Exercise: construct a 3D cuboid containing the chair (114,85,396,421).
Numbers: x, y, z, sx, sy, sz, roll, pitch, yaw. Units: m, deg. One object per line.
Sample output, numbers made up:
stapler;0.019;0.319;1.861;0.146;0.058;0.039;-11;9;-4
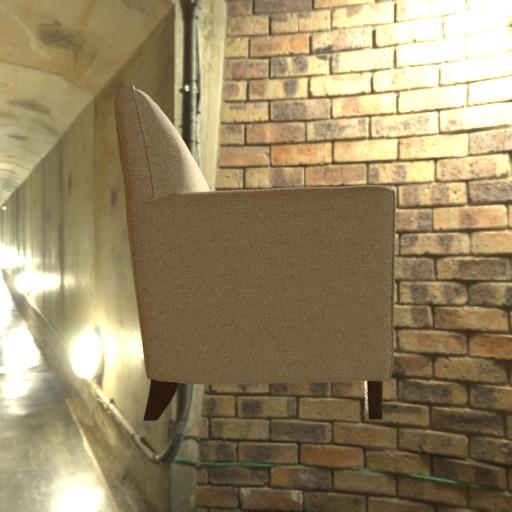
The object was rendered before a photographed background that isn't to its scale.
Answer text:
chair;0.000;0.000;1.628;0.823;0.943;0.870;0;-1;0
